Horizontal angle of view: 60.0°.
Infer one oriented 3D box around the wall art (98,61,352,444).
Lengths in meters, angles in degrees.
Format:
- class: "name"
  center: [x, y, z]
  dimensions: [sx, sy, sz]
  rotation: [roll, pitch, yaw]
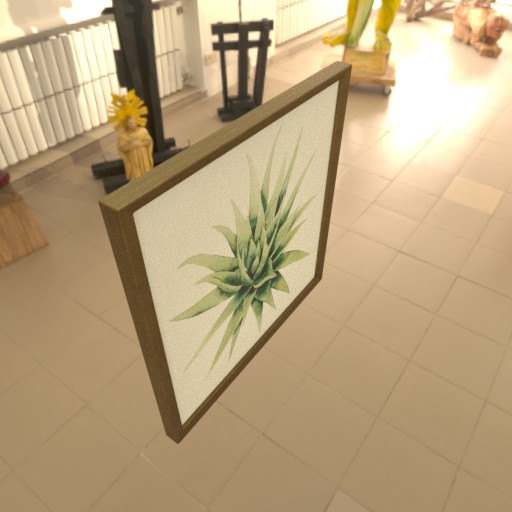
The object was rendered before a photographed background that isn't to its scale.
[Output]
- class: "wall art"
  center: [0.000, 0.000, 0.761]
  dimensions: [0.030, 0.506, 0.503]
  rotation: [26, 48, 26]
